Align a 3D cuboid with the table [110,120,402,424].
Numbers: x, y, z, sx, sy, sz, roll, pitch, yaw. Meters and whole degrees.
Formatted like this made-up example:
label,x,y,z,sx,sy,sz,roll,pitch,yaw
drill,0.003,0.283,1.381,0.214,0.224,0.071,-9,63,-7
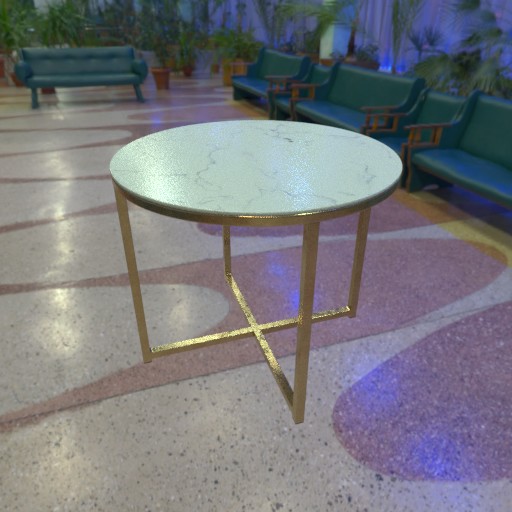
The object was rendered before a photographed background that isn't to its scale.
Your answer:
label,x,y,z,sx,sy,sz,roll,pitch,yaw
table,0.000,0.000,0.892,0.500,0.420,0.500,0,30,0
